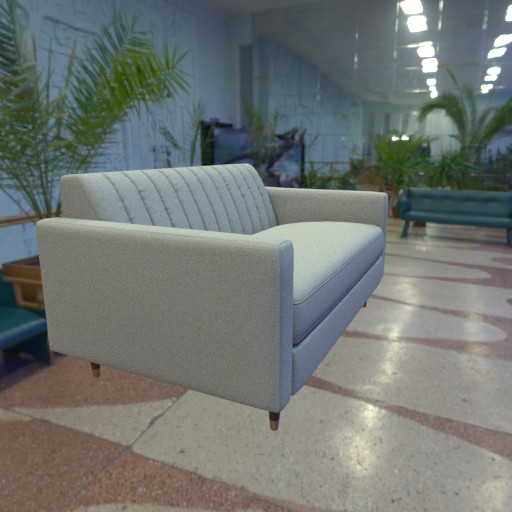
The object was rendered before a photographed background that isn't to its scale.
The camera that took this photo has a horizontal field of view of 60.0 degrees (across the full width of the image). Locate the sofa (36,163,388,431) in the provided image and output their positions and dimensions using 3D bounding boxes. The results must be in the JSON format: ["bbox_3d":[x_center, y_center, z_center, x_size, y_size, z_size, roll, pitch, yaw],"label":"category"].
[{"bbox_3d":[0.000,0.000,2.076,0.950,0.801,1.585,7,15,25],"label":"sofa"}]
